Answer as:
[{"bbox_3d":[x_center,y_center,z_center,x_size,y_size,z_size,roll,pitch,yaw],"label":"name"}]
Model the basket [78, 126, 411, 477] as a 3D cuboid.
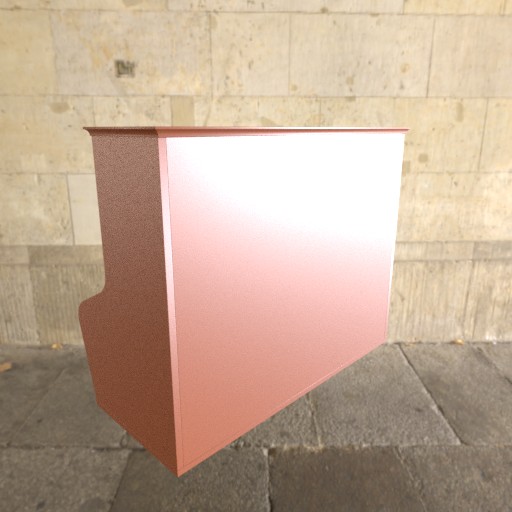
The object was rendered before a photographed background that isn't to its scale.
[{"bbox_3d":[0.000,0.000,1.120,0.376,0.625,0.792,15,22,43],"label":"basket"}]
